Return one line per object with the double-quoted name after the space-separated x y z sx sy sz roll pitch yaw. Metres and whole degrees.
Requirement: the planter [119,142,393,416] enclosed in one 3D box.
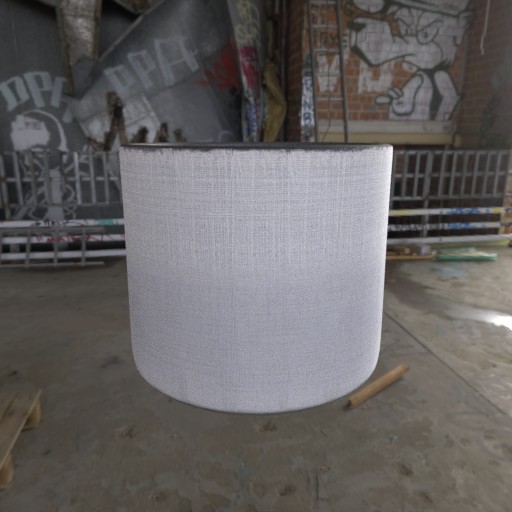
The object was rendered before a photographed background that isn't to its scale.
0.000 0.000 0.448 0.254 0.221 0.254 0 15 0 "planter"
